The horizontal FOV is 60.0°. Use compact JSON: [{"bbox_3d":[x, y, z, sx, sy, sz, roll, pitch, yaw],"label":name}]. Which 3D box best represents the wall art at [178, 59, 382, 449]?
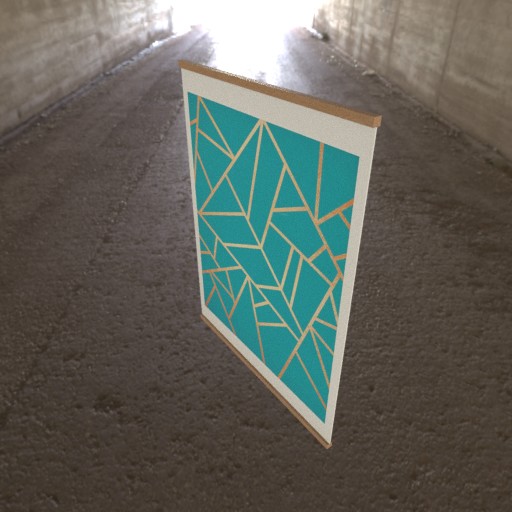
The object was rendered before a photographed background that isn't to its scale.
[{"bbox_3d":[0.000,0.000,0.813,0.012,0.608,0.459,-22,39,-30],"label":"wall art"}]
